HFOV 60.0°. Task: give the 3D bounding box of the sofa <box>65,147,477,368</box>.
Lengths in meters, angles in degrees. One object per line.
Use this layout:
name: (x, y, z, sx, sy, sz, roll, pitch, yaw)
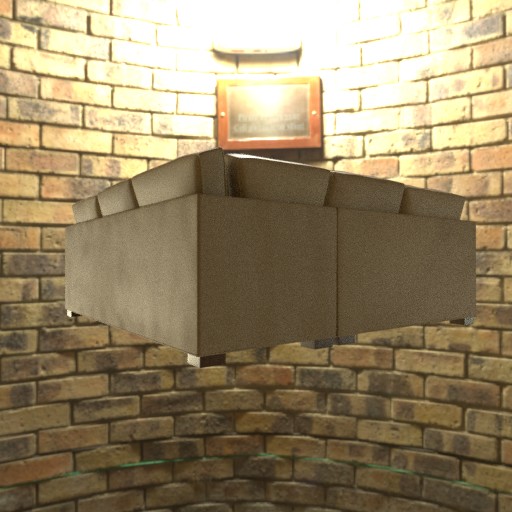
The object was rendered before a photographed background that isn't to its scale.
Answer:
sofa: (0.000, 0.000, 3.286, 2.182, 0.939, 2.189, 0, -1, -36)
